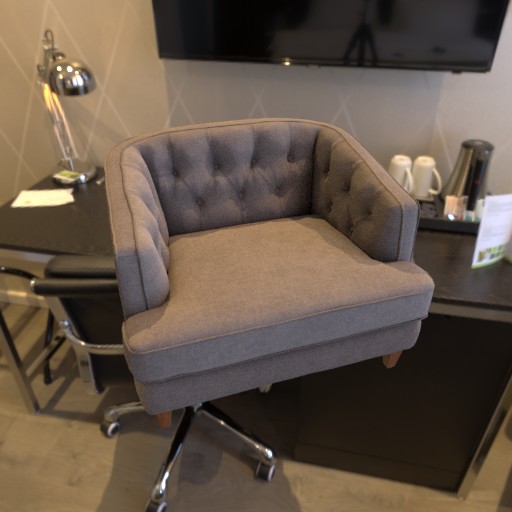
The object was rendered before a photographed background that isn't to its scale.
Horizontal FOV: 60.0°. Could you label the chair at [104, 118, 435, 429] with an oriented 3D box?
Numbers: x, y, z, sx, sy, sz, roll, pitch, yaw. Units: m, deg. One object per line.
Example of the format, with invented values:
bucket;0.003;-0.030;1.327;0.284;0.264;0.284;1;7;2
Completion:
chair;0.000;0.000;1.805;1.104;0.852;0.941;-10;34;-15
